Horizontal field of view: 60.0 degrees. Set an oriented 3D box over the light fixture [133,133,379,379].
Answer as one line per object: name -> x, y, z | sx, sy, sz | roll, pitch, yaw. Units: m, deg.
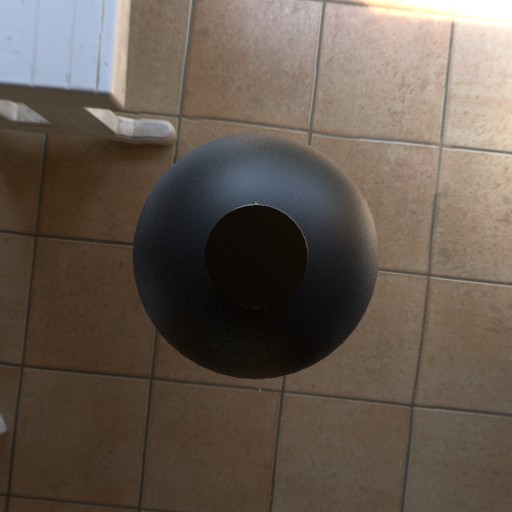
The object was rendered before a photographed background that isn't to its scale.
light fixture -> 0.000, 0.000, 0.566 | 0.355, 0.177, 0.355 | 0, 90, 0
